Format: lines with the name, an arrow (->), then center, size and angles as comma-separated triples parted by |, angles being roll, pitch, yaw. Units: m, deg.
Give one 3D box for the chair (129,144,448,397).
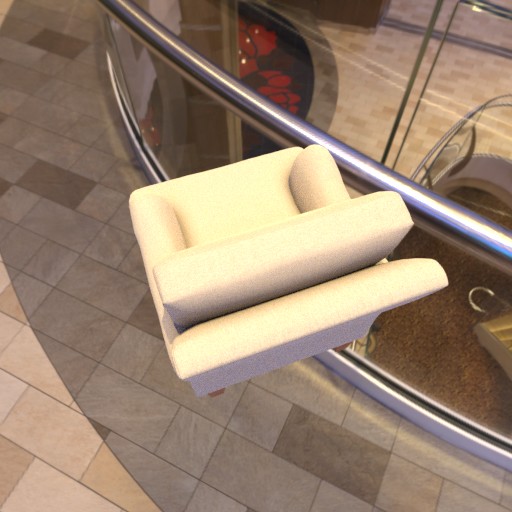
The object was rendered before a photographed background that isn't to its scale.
chair -> 0.000, 0.000, 1.863 | 0.895, 1.076, 1.078 | -17, 60, -10
